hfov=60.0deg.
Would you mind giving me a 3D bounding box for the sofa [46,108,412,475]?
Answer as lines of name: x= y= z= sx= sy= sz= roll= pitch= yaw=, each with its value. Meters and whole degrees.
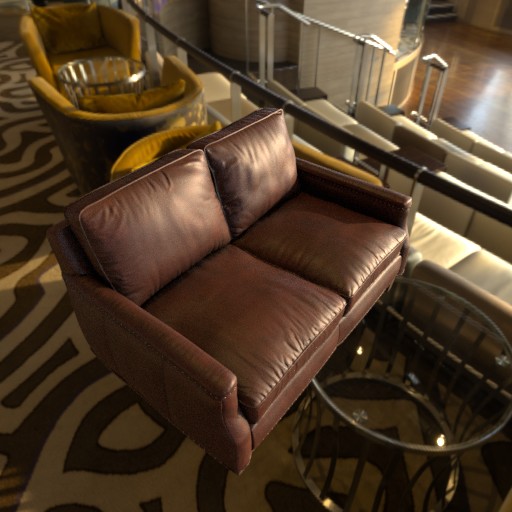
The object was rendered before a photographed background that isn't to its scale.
sofa: x=0.000 y=0.000 z=2.269 sx=1.083 sy=1.003 sz=1.628 roll=27 pitch=47 yaw=29
